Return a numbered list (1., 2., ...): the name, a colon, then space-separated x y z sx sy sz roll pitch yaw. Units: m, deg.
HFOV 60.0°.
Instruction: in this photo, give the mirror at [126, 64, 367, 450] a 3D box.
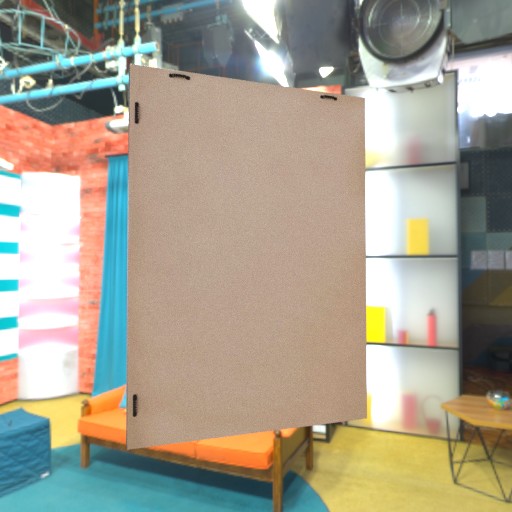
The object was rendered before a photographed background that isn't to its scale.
1. mirror: 0.000 0.000 0.912 0.507 0.710 0.039 0 -1 -19
